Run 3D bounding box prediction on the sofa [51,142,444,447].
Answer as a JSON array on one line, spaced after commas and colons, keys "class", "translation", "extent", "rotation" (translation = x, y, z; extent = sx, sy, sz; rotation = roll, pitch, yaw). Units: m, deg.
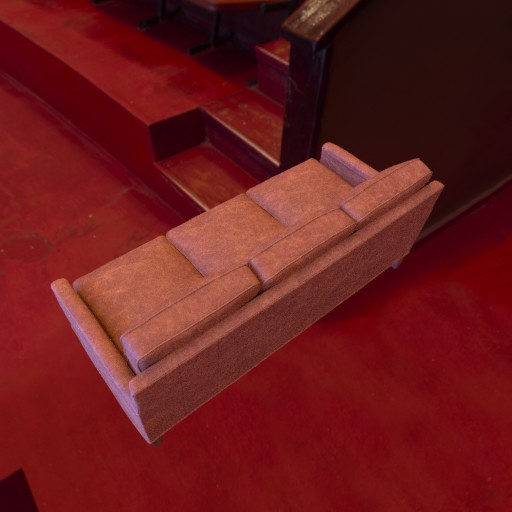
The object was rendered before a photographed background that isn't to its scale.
[{"class": "sofa", "translation": [0.000, 0.000, 2.813], "extent": [2.246, 1.003, 1.084], "rotation": [-31, 55, -25]}]
